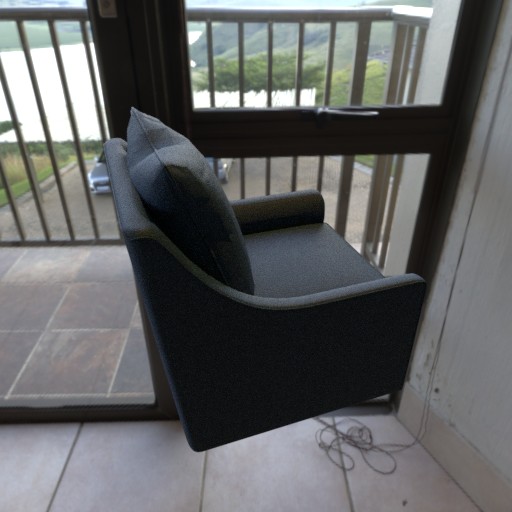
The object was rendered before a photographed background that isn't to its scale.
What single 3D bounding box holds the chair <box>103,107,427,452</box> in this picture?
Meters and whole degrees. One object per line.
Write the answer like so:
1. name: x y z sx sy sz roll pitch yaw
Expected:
1. chair: 0.000 0.000 1.549 0.870 0.939 0.750 -11 33 -17
